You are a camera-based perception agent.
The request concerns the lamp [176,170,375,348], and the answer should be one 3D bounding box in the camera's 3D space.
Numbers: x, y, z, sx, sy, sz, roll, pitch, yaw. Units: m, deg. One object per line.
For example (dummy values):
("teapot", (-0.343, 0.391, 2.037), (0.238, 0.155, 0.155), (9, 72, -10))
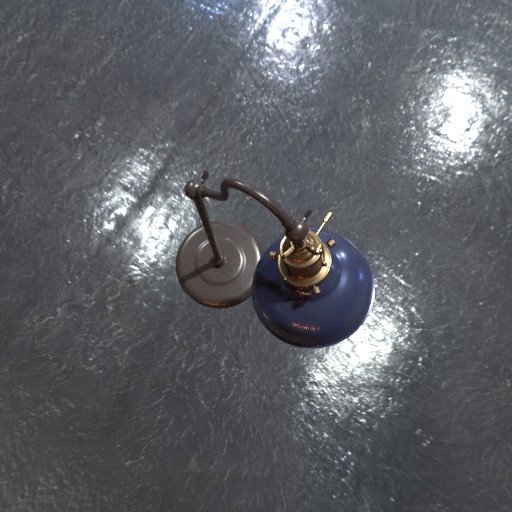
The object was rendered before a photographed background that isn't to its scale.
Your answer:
("lamp", (0.000, 0.000, 0.694), (0.374, 0.508, 0.192), (32, 77, 8))
